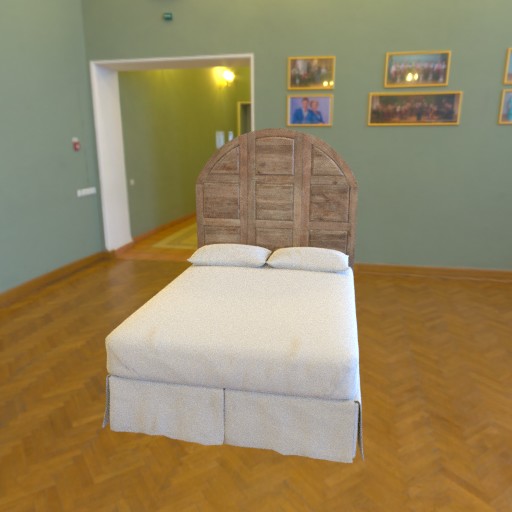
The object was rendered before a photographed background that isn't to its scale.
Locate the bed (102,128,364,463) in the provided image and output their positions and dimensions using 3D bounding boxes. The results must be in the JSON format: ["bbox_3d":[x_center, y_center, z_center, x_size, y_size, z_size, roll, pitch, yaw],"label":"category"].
[{"bbox_3d":[0.000,0.000,3.526,1.713,2.002,2.112,3,15,10],"label":"bed"}]
